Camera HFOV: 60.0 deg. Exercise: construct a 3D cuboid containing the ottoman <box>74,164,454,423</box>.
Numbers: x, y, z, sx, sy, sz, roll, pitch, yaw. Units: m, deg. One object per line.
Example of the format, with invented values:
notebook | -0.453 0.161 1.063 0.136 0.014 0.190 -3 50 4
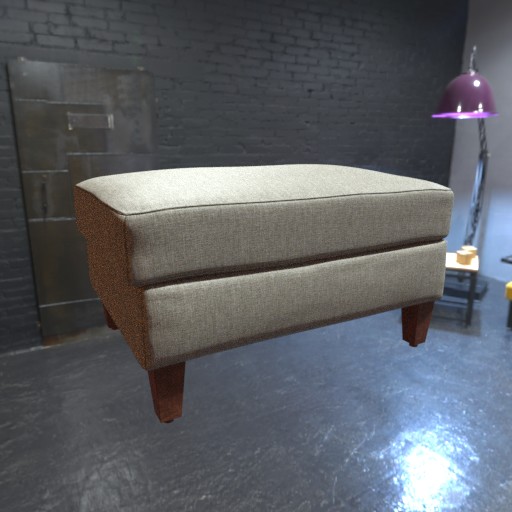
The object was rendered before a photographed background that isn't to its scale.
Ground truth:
ottoman | 0.000 0.000 1.246 0.873 0.494 0.639 -8 17 -28
